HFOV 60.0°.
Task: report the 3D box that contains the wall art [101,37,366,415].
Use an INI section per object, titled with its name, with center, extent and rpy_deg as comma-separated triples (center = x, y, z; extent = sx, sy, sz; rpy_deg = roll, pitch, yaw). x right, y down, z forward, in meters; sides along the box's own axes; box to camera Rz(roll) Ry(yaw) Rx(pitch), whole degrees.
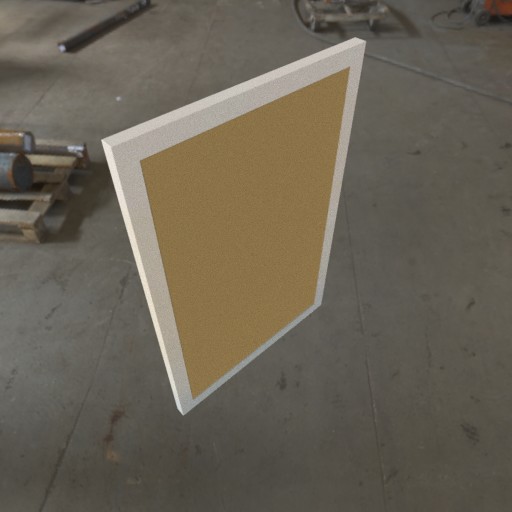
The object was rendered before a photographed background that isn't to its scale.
[wall art]
center = 0.000, 0.000, 1.423
extent = 0.764, 1.143, 0.038
rpy_deg = -33, 55, -28
